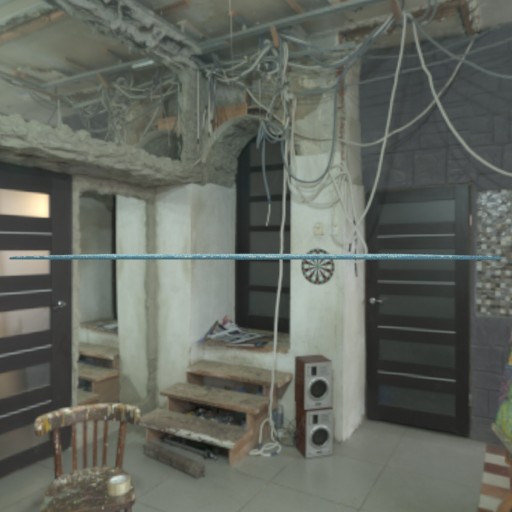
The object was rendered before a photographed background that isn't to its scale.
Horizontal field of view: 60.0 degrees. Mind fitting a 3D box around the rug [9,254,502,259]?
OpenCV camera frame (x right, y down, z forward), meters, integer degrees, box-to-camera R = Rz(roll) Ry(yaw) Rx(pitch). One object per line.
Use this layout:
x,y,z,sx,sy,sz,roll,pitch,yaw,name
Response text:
0.000,0.000,3.370,2.746,0.018,1.816,0,1,0,rug
